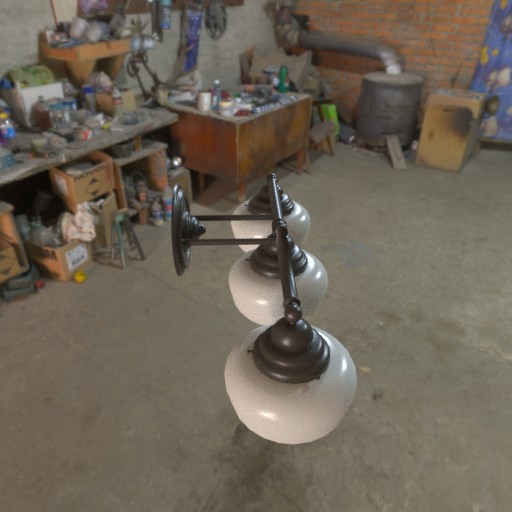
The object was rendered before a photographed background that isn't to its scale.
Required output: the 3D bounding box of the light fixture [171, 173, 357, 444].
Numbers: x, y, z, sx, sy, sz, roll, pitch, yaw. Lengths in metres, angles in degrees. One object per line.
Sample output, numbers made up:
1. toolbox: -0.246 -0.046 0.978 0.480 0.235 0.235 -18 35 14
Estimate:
1. light fixture: 0.000 0.000 0.714 0.239 0.242 0.587 -1 31 -1
